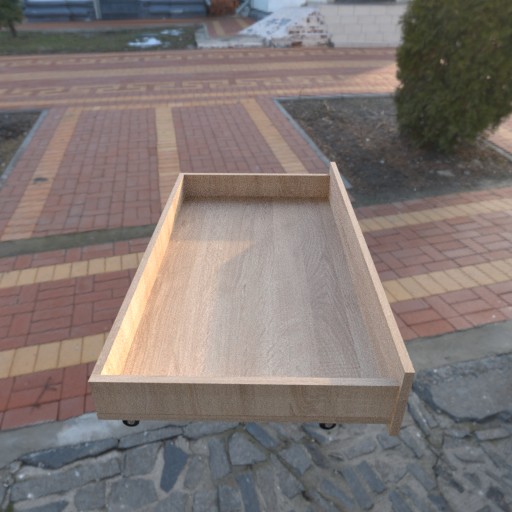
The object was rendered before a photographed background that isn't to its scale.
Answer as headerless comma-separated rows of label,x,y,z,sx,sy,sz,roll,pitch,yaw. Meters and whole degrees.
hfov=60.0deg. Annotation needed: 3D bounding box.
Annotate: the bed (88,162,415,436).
bed,0.000,0.000,1.453,0.685,0.209,1.200,1,32,1
